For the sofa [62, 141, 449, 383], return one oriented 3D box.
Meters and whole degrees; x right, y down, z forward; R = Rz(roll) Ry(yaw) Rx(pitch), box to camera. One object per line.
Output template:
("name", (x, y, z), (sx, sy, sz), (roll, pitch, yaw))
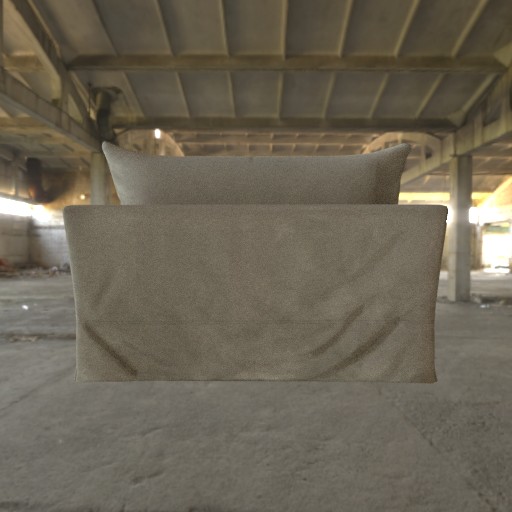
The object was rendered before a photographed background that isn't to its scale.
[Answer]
("sofa", (0.000, 0.000, 2.312), (1.608, 1.040, 1.035), (0, 1, 1))
